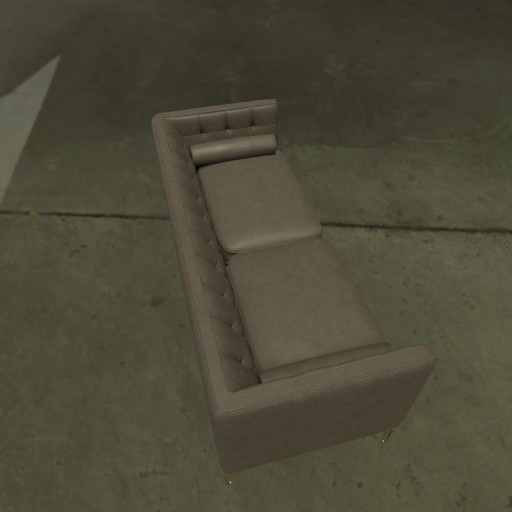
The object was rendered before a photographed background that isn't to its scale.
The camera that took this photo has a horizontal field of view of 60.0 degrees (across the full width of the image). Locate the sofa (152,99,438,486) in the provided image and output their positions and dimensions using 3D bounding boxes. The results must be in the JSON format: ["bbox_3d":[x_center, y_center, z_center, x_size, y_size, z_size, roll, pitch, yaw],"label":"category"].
[{"bbox_3d":[0.000,0.000,2.503,0.867,0.789,2.087,-11,47,-10],"label":"sofa"}]
